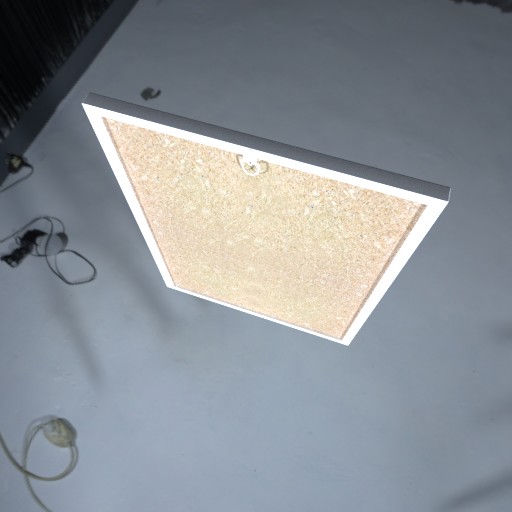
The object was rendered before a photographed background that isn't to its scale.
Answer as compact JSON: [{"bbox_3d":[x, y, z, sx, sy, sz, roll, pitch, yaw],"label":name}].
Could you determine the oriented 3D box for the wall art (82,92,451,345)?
[{"bbox_3d":[0.000,0.000,1.402,0.805,1.056,0.042,17,65,8],"label":"wall art"}]
